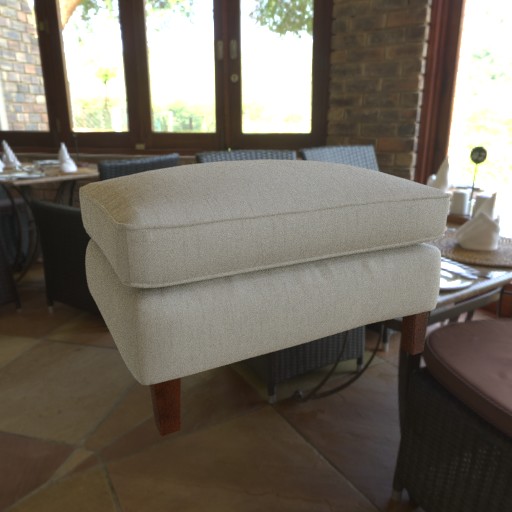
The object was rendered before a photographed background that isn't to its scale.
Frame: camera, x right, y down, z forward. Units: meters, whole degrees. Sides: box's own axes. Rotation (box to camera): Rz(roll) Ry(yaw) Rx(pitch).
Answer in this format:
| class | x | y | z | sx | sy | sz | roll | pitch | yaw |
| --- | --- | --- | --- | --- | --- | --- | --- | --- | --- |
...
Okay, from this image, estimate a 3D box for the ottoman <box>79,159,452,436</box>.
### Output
| class | x | y | z | sx | sy | sz | roll | pitch | yaw |
| --- | --- | --- | --- | --- | --- | --- | --- | --- | --- |
| ottoman | 0.000 | 0.000 | 0.966 | 0.665 | 0.406 | 0.501 | -9 | 19 | -27 |
